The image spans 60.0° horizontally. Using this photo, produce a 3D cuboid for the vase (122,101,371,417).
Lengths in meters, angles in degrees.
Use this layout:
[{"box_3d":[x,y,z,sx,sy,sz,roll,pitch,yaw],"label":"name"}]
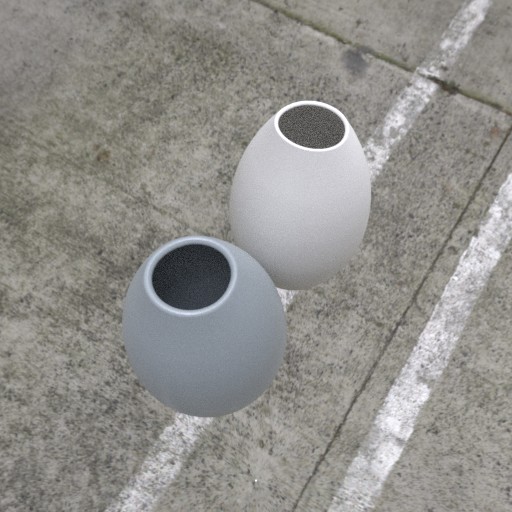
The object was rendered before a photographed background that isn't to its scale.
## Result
[{"box_3d":[0.000,0.000,0.256,0.089,0.131,0.187,31,67,15],"label":"vase"}]
